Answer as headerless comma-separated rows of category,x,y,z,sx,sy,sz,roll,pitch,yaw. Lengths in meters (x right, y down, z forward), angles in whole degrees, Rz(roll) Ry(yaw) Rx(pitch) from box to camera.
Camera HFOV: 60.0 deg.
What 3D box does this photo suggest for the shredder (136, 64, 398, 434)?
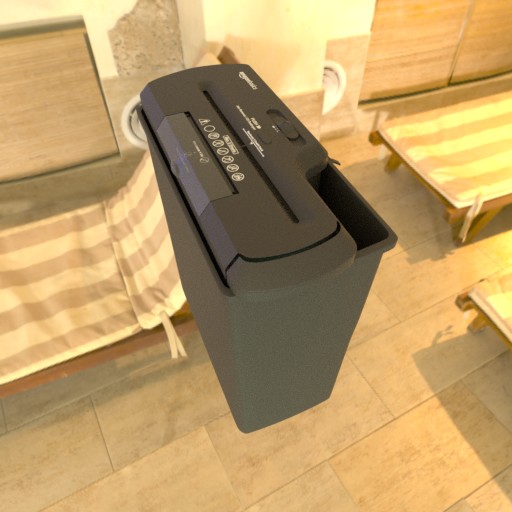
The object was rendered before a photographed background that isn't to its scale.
shredder,0.000,0.000,0.521,0.170,0.335,0.320,-17,50,-15
